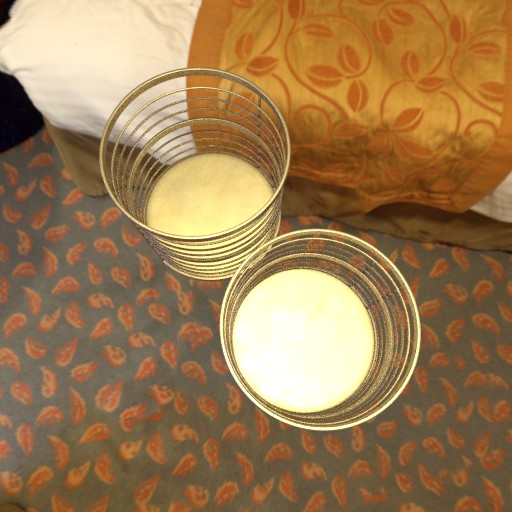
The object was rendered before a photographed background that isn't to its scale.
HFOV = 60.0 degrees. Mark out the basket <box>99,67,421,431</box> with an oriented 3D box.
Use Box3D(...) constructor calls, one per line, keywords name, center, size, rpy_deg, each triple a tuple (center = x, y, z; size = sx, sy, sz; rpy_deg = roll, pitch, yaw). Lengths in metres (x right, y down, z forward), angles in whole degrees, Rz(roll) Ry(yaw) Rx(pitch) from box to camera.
Box3D(name="basket", center=(0.000, 0.000, 0.949), size=(0.356, 0.351, 0.746), rpy_deg=(-34, 77, -9))
